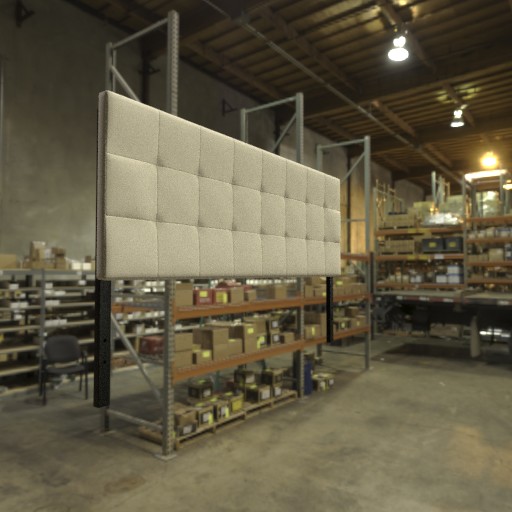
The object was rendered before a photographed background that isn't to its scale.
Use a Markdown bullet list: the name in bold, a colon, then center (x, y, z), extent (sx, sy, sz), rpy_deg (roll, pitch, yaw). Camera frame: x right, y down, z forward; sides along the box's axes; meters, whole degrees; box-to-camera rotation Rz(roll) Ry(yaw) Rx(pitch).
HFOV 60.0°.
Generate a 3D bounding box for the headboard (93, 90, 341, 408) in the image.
- **headboard**: center (0.000, 0.000, 2.900), extent (0.120, 1.410, 2.362), rpy_deg (-2, -3, 36)
